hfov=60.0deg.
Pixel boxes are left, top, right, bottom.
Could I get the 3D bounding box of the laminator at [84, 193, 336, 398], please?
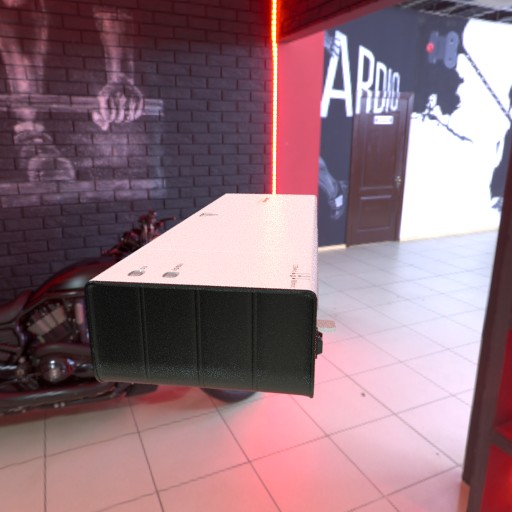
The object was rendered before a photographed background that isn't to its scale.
[{"bbox_3d":[0.000,0.000,0.375,0.123,0.062,0.340,2,15,7],"label":"laminator"}]
